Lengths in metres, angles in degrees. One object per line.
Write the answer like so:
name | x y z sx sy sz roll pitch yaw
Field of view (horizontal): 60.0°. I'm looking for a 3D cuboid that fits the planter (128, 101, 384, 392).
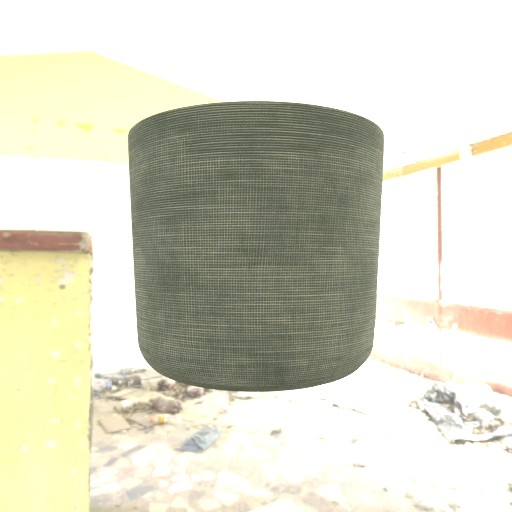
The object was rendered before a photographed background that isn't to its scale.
planter | 0.000 0.000 0.789 0.440 0.398 0.440 0 0 0
